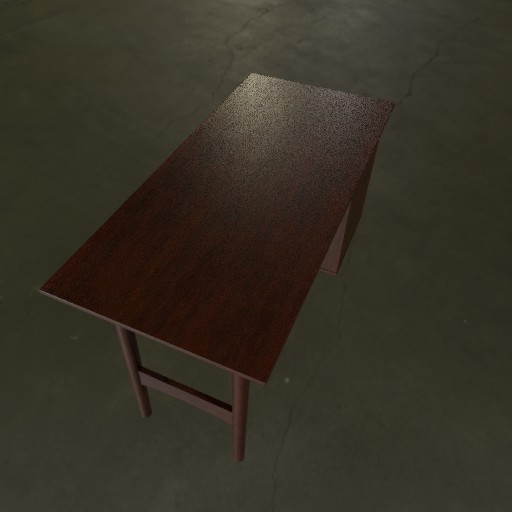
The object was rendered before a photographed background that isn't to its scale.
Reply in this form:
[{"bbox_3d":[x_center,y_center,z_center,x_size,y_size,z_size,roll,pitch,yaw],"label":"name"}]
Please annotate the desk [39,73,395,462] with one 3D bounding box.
[{"bbox_3d":[0.000,0.000,1.687,0.612,0.758,1.277,18,50,16],"label":"desk"}]
